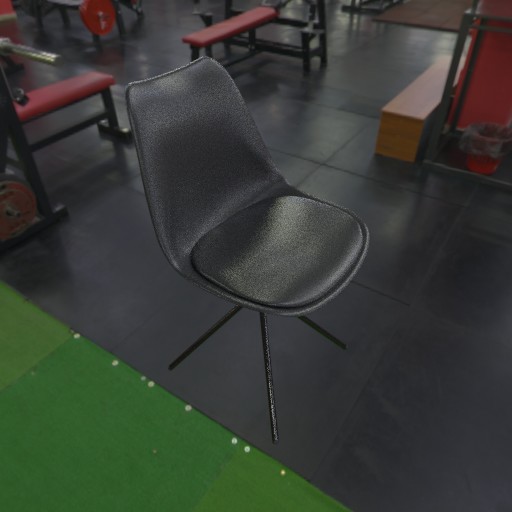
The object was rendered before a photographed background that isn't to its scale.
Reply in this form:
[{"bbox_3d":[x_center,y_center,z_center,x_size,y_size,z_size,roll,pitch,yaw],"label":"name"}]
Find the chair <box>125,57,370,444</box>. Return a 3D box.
[{"bbox_3d":[0.000,0.000,1.155,0.525,0.850,0.461,26,46,27],"label":"chair"}]
